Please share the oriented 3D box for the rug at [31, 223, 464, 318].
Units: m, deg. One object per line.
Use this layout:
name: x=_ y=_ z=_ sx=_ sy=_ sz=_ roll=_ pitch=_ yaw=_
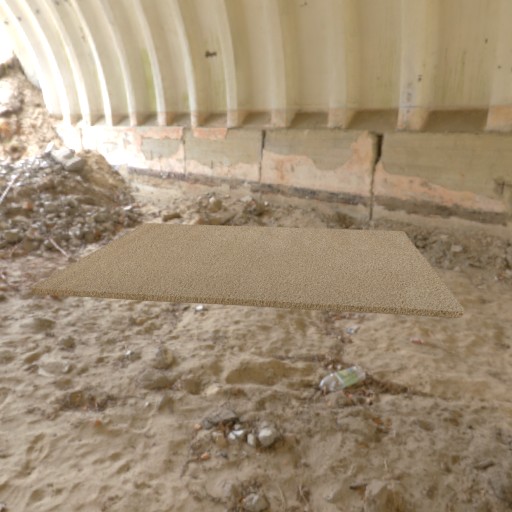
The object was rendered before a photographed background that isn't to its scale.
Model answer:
rug: x=0.000 y=0.000 z=2.161 sx=1.600 sy=0.025 sz=1.199 roll=2 pitch=17 yaw=8
